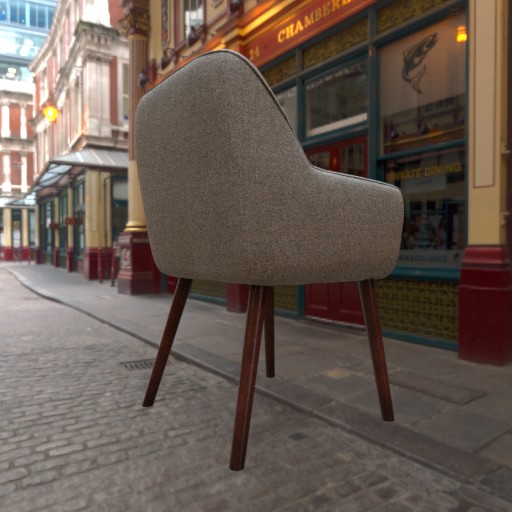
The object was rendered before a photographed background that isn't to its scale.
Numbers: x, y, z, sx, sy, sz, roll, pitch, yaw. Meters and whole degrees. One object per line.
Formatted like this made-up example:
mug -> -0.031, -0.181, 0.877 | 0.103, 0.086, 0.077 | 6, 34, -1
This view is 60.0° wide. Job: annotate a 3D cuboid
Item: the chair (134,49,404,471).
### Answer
chair -> 0.000, 0.000, 1.137 | 0.519, 0.803, 0.543 | 0, 1, -36
